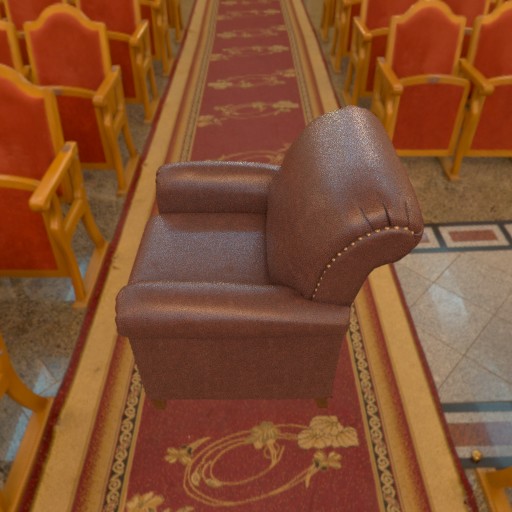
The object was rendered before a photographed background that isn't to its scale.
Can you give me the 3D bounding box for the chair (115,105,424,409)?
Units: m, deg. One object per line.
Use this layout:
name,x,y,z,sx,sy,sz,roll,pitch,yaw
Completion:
chair,0.000,0.000,1.626,0.890,0.927,0.854,0,42,0
